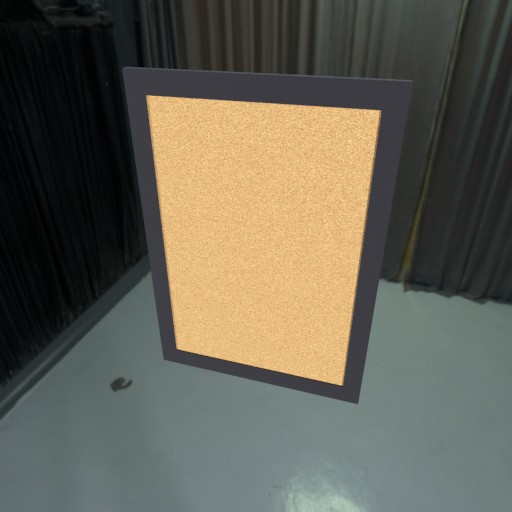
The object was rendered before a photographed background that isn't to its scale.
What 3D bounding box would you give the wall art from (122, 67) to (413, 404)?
[{"bbox_3d":[0.000,0.000,0.688,0.374,0.529,0.012,9,32,14],"label":"wall art"}]
